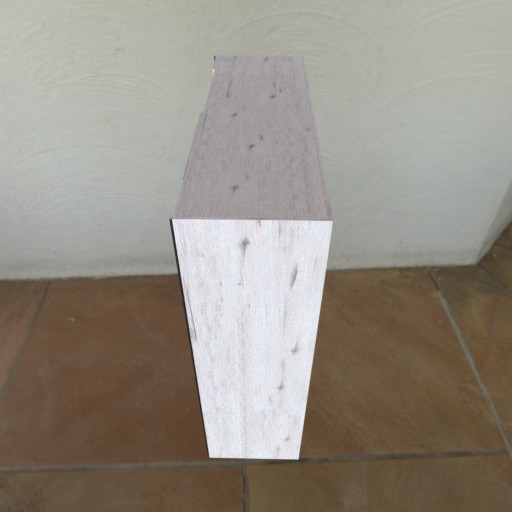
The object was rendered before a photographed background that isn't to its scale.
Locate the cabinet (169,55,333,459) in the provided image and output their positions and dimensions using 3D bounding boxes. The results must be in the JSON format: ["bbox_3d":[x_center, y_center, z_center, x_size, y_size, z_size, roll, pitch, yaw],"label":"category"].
[{"bbox_3d":[0.000,0.000,3.255,0.660,2.180,2.000,1,42,1],"label":"cabinet"}]
